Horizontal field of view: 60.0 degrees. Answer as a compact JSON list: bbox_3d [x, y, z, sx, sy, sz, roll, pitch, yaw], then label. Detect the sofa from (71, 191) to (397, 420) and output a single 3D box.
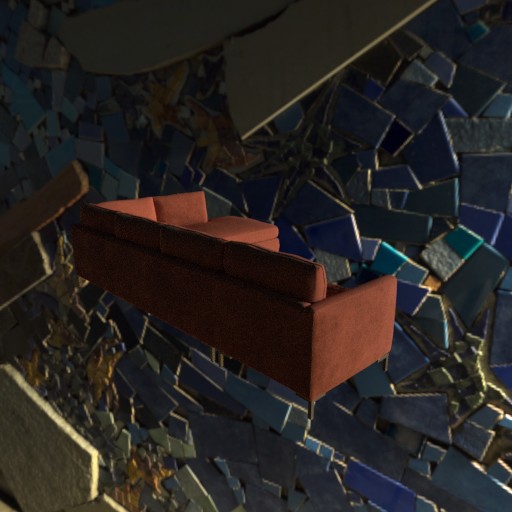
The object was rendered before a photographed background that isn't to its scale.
[{"bbox_3d":[0.000,0.000,3.561,1.879,0.757,2.736,-15,21,-42],"label":"sofa"}]
